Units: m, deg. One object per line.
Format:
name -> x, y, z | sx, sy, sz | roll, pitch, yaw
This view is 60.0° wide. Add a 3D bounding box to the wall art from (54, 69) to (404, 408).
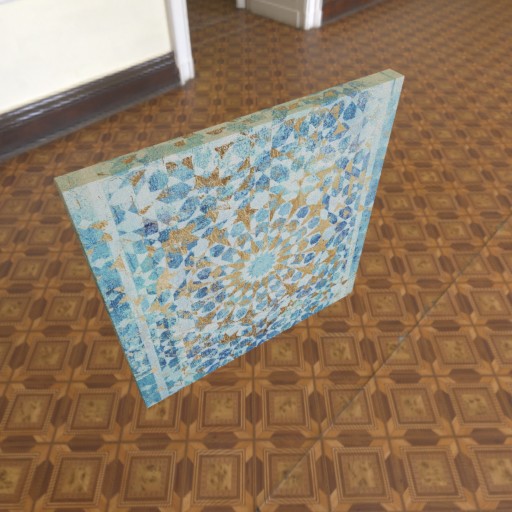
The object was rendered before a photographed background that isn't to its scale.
wall art -> 0.000, 0.000, 0.903 | 0.609, 0.609, 0.040 | -25, 51, -22
